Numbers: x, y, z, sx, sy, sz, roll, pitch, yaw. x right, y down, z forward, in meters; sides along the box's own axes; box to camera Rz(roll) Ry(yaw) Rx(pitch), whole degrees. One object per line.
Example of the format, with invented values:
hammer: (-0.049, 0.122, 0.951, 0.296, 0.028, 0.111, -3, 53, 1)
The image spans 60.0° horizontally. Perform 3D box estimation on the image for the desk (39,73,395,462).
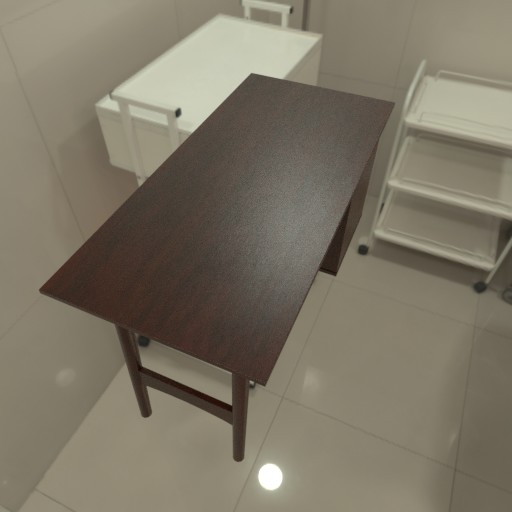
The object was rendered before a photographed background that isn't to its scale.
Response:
desk: (0.000, 0.000, 1.687, 0.612, 0.758, 1.277, 18, 50, 16)
